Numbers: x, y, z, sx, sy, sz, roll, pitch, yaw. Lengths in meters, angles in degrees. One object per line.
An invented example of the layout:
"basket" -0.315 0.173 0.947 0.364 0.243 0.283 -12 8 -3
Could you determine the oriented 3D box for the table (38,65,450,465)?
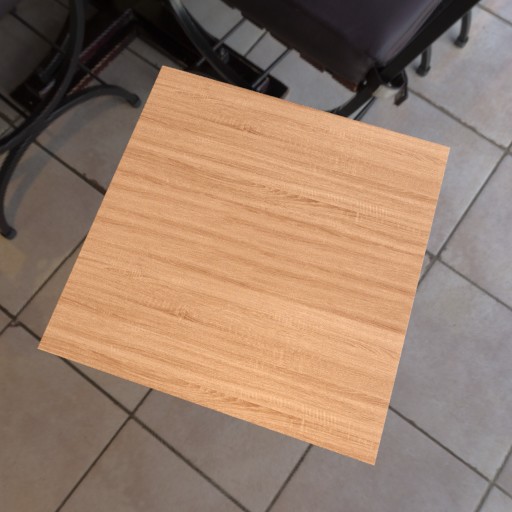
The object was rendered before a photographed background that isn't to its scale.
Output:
"table" 0.000 0.000 1.356 0.890 0.305 0.890 18 76 5
